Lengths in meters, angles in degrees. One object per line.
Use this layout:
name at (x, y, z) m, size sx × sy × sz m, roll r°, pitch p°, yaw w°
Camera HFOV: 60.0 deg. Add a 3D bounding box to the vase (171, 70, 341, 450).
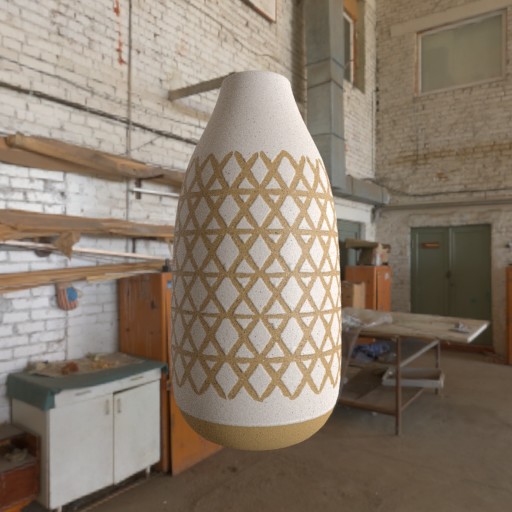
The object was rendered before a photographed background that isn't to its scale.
vase at (0.000, 0.000, 0.490) m, size 0.186 × 0.380 × 0.186 m, roll 0°, pitch 0°, yaw 0°
